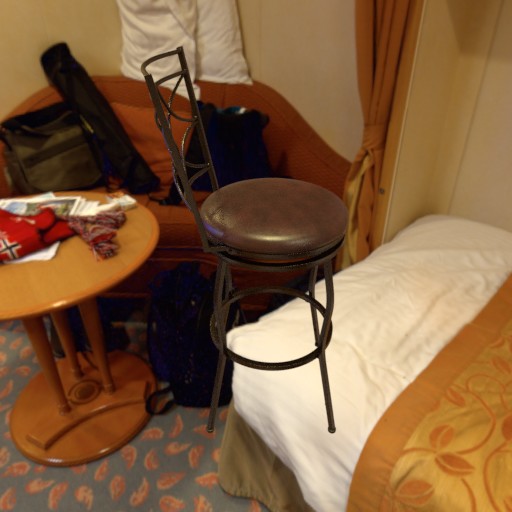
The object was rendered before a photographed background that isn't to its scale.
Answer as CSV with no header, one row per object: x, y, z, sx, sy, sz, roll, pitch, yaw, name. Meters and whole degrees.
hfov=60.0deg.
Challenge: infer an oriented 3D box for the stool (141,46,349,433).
0.000,0.000,1.354,0.534,1.117,0.434,0,32,0,stool
